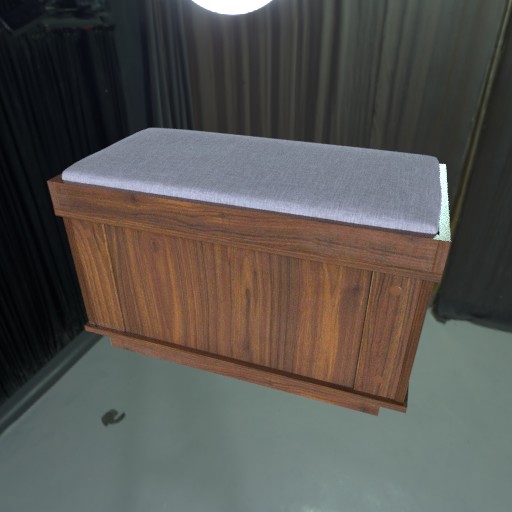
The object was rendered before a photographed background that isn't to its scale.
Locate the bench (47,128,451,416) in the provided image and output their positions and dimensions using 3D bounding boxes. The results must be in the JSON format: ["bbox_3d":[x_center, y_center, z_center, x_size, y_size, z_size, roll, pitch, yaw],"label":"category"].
[{"bbox_3d":[0.000,0.000,1.008,0.734,0.461,0.362,10,33,16],"label":"bench"}]
